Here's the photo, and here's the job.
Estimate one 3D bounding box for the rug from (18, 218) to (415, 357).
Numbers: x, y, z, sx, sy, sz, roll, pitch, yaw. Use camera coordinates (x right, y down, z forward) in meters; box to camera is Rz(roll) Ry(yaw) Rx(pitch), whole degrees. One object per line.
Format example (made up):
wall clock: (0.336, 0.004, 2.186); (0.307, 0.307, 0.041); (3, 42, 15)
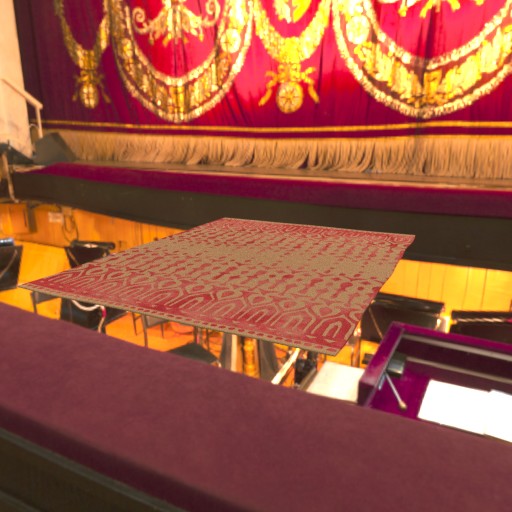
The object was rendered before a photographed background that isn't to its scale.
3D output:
rug: (0.000, 0.000, 4.077); (2.441, 0.016, 3.095); (7, 17, 25)
